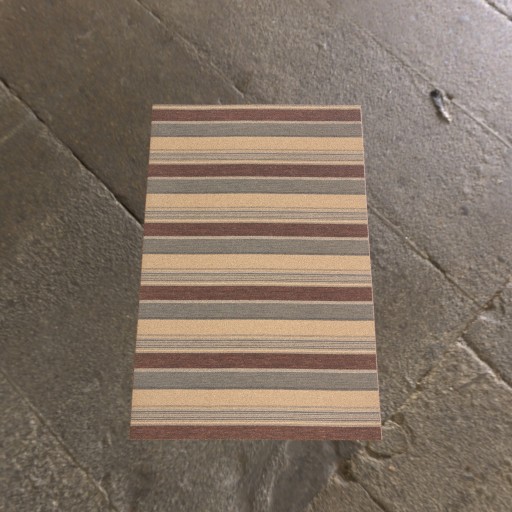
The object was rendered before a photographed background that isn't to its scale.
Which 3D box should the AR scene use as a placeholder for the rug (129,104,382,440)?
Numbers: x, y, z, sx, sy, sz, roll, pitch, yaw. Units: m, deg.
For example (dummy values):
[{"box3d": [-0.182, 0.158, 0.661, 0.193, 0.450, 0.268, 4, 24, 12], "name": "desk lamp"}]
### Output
[{"box3d": [0.000, 0.000, 2.363, 1.219, 0.008, 1.829, 0, 75, 0], "name": "rug"}]
